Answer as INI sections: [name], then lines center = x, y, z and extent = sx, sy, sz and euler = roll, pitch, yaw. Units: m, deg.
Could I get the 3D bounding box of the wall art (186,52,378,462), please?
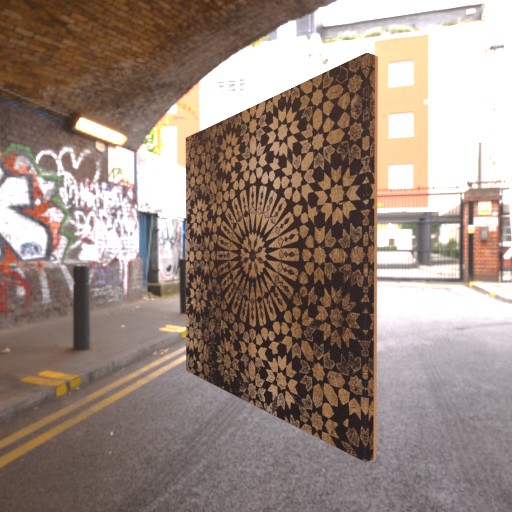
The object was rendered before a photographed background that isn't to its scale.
[wall art]
center = 0.000, 0.000, 1.369
extent = 0.038, 0.914, 0.914
euler = -1, 1, -35
